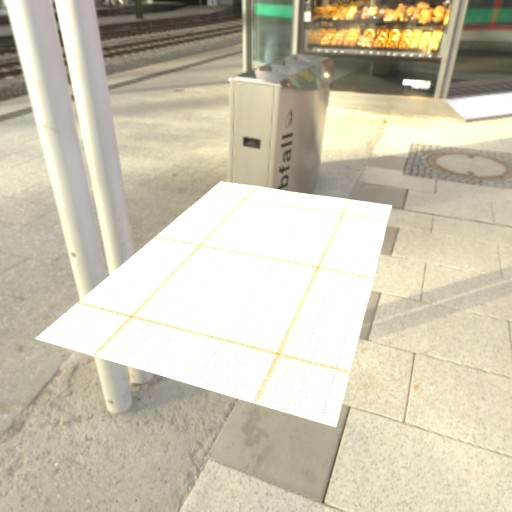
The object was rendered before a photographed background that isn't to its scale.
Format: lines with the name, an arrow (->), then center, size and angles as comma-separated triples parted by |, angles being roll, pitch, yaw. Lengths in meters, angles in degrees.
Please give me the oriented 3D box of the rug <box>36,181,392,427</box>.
rug -> 0.000, 0.000, 2.342 | 1.232, 0.015, 1.825 | 11, 33, 17
